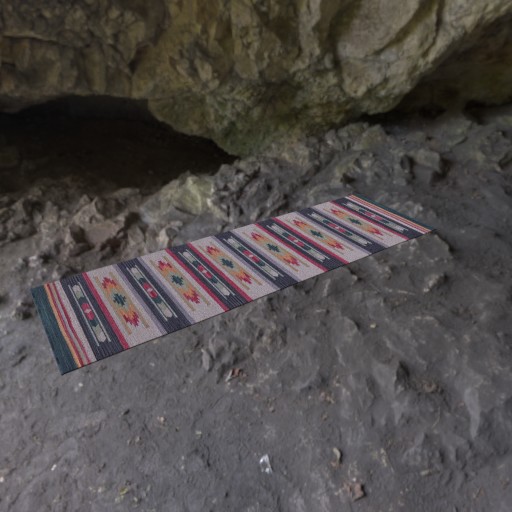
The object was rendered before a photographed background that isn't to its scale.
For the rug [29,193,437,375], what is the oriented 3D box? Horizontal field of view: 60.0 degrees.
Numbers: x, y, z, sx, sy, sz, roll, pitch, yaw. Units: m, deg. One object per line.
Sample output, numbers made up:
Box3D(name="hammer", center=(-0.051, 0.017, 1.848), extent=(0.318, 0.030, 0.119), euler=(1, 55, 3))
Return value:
Box3D(name="rug", center=(0.000, 0.000, 2.697), extent=(2.440, 0.009, 0.760), euler=(-18, 35, -28))
